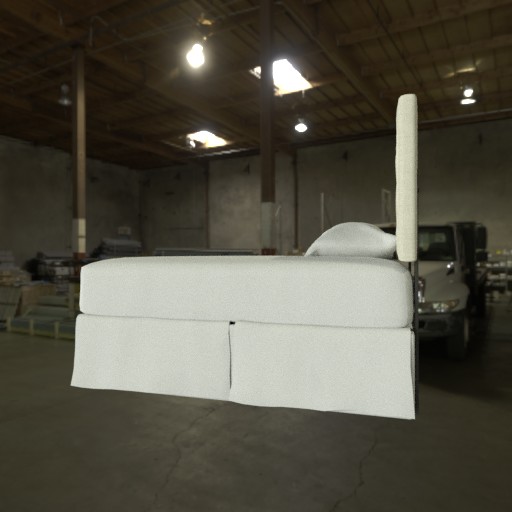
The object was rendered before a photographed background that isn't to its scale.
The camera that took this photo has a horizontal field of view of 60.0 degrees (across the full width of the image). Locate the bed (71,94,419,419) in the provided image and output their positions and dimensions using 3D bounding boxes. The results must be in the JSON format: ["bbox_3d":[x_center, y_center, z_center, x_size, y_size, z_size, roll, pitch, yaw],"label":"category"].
[{"bbox_3d":[0.000,0.000,2.957,1.997,1.571,1.261,0,0,17],"label":"bed"}]
